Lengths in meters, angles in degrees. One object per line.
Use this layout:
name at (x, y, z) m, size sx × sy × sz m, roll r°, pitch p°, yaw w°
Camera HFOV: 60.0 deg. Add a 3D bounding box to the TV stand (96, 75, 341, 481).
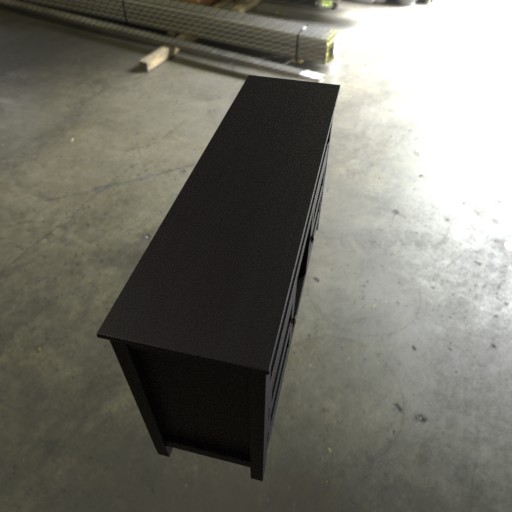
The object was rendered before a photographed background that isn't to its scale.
TV stand at (0.000, 0.000, 1.479) m, size 0.347 × 0.681 × 1.198 m, roll 10°, pitch 47°, yaw 10°
